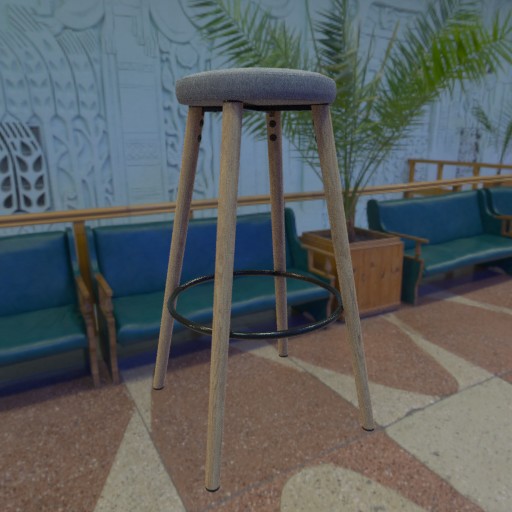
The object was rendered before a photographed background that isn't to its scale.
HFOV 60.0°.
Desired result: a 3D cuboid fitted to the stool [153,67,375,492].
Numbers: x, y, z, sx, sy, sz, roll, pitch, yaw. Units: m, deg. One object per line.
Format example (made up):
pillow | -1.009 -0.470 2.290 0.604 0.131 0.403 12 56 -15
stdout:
stool | 0.000 0.000 0.989 0.410 0.770 0.410 -8 18 -26
